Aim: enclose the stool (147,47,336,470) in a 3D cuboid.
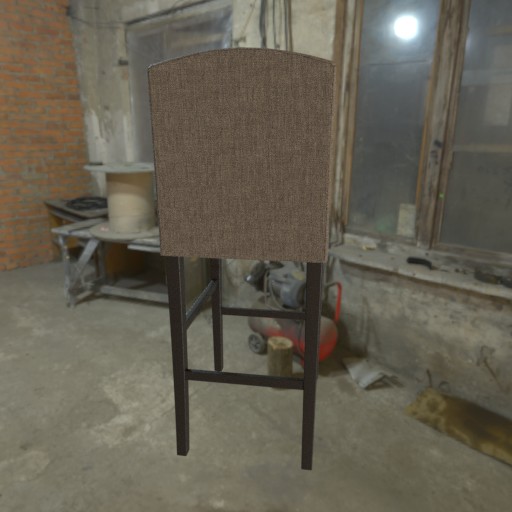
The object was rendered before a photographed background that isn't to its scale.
[{"bbox_3d":[0.000,0.000,1.412,0.451,1.138,0.552,2,16,8],"label":"stool"}]
